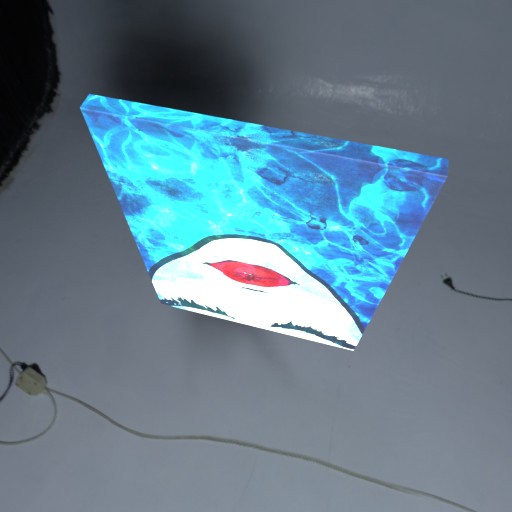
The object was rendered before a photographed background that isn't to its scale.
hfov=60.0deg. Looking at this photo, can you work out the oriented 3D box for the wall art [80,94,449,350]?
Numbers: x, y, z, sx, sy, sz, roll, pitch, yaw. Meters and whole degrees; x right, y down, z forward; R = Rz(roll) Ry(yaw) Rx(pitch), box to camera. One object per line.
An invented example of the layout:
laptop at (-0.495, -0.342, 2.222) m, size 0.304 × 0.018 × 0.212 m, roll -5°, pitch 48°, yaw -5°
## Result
wall art at (0.000, 0.000, 1.043) m, size 0.609 × 0.760 × 0.038 m, roll 13°, pitch 59°, yaw 8°
